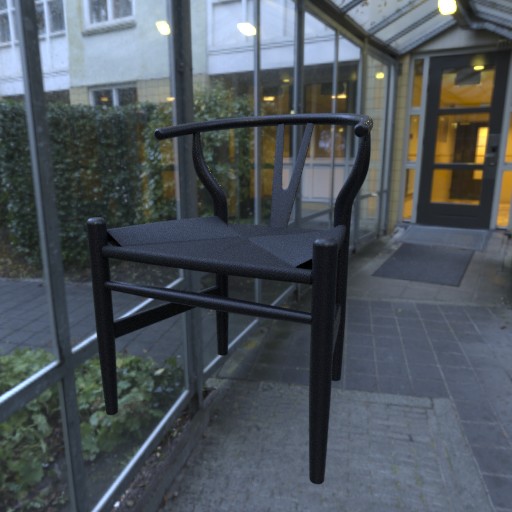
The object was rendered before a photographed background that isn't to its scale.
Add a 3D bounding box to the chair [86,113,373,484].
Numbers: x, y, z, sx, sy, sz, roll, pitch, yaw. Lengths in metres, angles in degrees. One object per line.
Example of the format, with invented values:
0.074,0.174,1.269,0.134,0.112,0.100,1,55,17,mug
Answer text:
0.000,0.000,1.130,0.569,0.730,0.579,6,15,25,chair
